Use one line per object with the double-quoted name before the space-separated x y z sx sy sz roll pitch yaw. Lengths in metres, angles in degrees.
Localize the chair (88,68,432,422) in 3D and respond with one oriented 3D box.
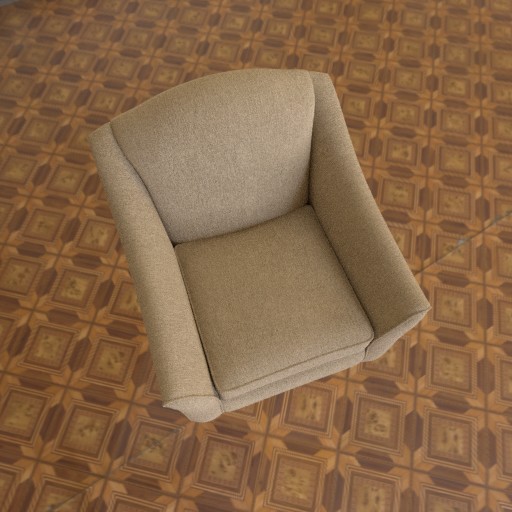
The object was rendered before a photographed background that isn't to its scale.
"chair" 0.000 0.000 1.421 0.763 0.839 0.787 -18 64 -9
